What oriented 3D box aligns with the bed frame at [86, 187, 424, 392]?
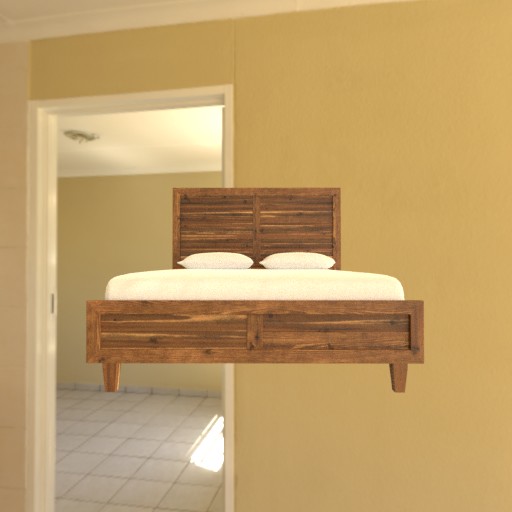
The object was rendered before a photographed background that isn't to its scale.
[{"bbox_3d":[0.000,0.000,3.368,1.696,1.417,2.276,0,-1,0],"label":"bed frame"}]
